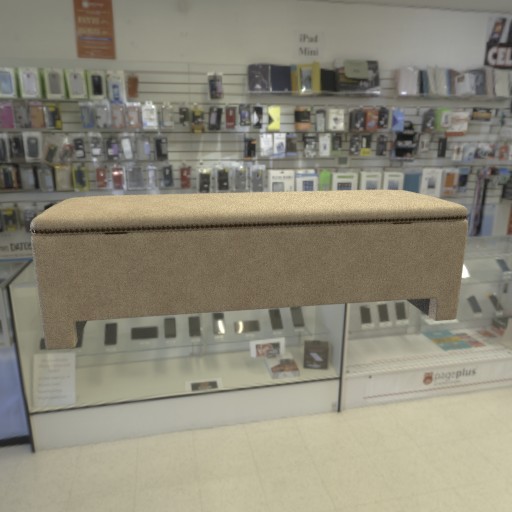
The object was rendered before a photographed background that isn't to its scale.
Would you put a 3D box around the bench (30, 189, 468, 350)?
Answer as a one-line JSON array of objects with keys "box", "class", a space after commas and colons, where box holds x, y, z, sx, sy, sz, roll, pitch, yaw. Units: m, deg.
[{"box": [0.000, 0.000, 1.716, 1.482, 0.447, 0.470, -3, 16, -9], "class": "bench"}]
